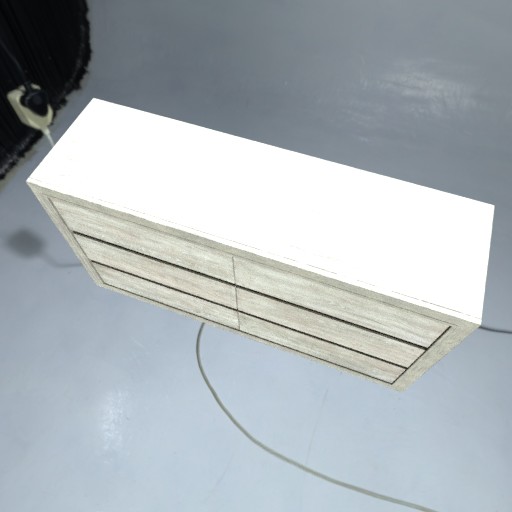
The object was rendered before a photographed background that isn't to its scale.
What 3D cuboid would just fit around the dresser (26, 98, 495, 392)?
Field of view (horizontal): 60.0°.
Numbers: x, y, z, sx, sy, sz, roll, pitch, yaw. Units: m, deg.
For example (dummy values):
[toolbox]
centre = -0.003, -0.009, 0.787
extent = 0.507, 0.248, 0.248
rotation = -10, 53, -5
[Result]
[dresser]
centre = 0.000, 0.000, 1.981
extent = 1.628, 0.889, 0.483
rotation = 18, 61, 10
